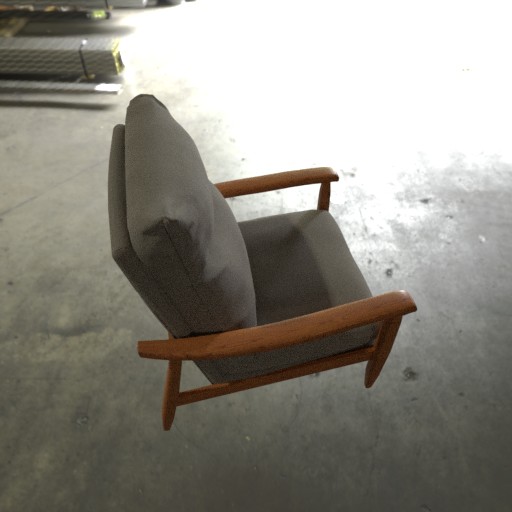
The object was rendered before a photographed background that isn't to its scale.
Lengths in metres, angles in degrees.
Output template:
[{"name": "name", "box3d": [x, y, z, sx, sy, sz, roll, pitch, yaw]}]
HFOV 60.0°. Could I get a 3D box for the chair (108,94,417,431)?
[{"name": "chair", "box3d": [0.000, 0.000, 1.514, 0.816, 0.922, 0.782, -9, 46, -9]}]
